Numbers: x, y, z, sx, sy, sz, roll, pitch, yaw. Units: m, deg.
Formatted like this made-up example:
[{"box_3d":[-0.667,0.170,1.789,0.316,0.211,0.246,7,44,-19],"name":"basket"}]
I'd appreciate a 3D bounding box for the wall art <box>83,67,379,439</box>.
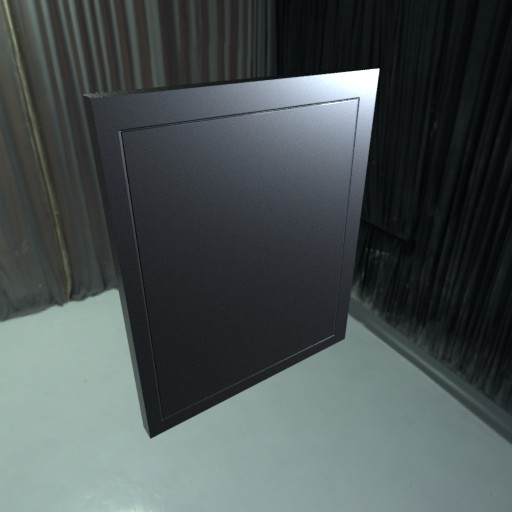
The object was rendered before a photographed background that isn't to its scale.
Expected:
[{"box_3d":[0.000,0.000,0.747,0.461,0.558,0.031,-19,34,-30],"name":"wall art"}]
